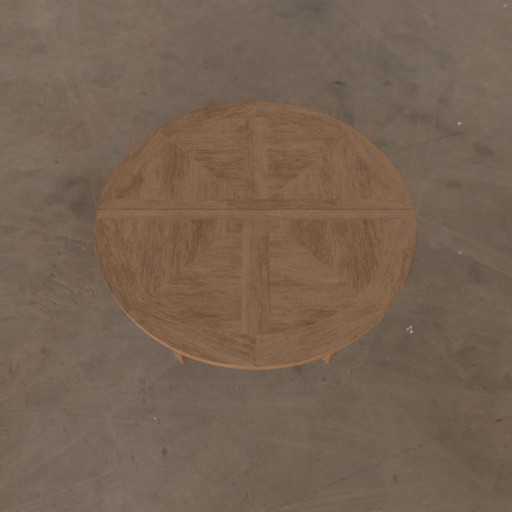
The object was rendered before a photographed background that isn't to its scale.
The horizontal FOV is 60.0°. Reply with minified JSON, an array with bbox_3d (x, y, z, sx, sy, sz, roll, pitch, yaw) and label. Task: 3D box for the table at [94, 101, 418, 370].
[{"bbox_3d":[0.000,0.000,2.165,1.319,0.762,1.319,0,59,0],"label":"table"}]
